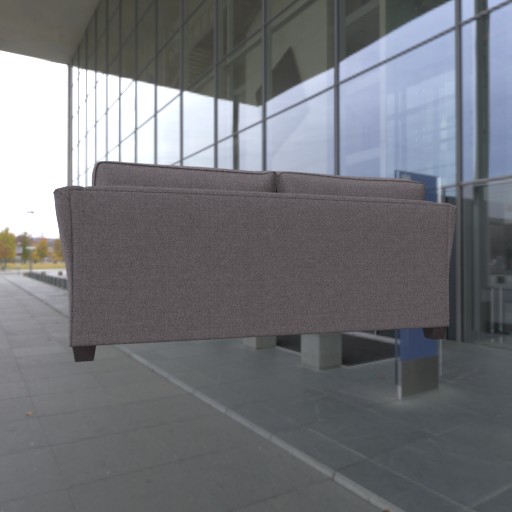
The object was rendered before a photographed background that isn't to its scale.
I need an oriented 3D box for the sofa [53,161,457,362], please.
[{"bbox_3d":[0.000,0.000,2.766,2.203,0.976,1.013,0,-1,-17],"label":"sofa"}]
